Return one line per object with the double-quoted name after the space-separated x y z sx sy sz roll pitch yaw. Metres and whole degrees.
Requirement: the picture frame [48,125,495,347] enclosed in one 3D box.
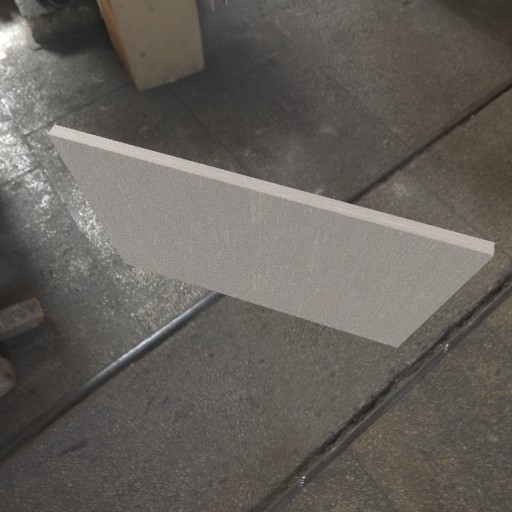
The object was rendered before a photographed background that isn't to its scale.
0.000 0.000 1.191 0.950 0.640 0.029 16 64 8 "picture frame"
